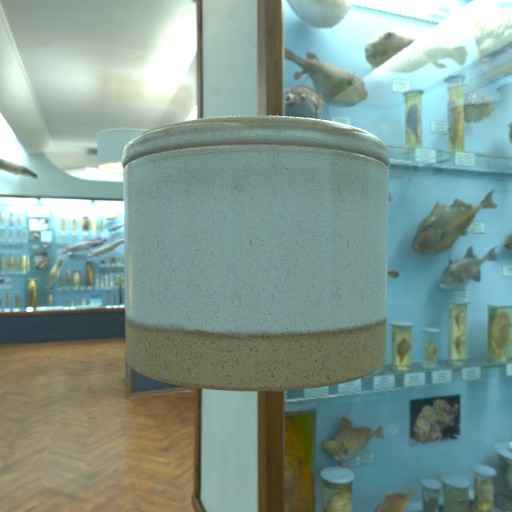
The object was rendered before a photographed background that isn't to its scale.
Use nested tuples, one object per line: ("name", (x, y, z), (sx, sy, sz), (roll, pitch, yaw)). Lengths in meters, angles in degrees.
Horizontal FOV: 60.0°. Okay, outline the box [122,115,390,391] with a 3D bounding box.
("box", (0.000, 0.000, 0.265), (0.154, 0.123, 0.154), (0, 0, 0))
